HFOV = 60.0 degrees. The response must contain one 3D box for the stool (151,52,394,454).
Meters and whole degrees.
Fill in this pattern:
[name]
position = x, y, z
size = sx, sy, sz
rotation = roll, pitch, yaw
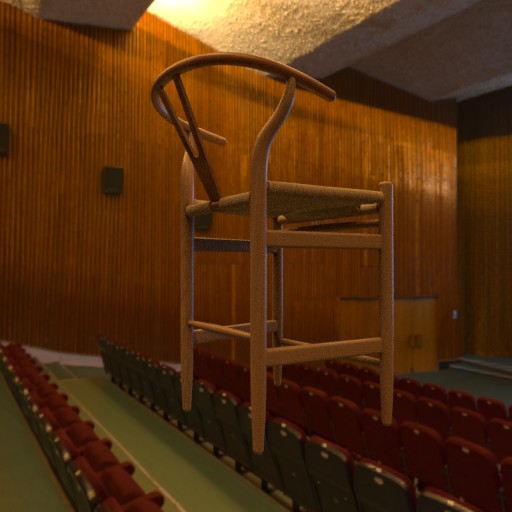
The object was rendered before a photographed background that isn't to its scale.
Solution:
[stool]
position = 0.000, 0.000, 1.260
size = 0.575, 0.923, 0.536
rotation = 1, -1, -36
